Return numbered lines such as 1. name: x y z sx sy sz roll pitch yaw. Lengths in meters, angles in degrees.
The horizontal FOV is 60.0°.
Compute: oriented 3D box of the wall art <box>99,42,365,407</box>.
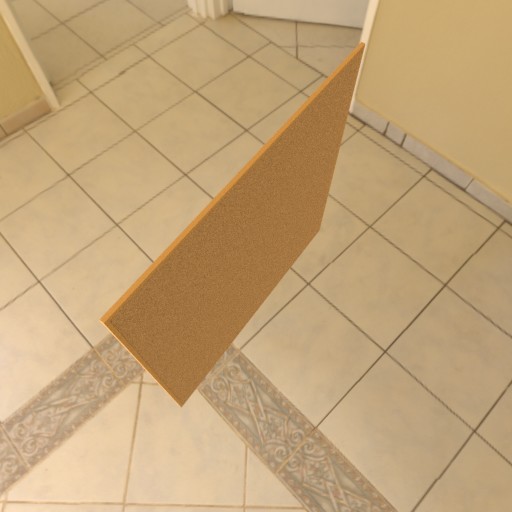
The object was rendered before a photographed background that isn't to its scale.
1. wall art: 0.000 0.000 1.421 0.013 0.959 0.962 33 67 16
